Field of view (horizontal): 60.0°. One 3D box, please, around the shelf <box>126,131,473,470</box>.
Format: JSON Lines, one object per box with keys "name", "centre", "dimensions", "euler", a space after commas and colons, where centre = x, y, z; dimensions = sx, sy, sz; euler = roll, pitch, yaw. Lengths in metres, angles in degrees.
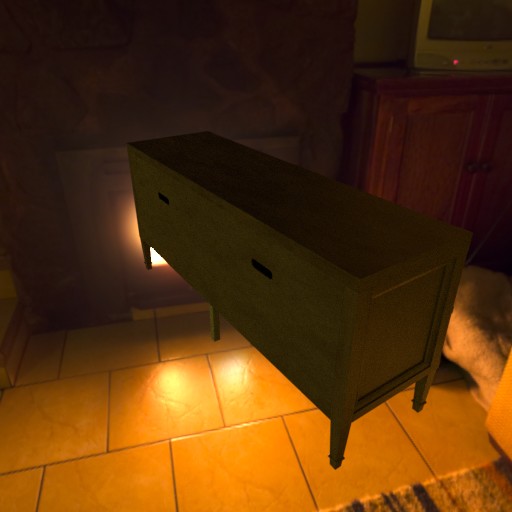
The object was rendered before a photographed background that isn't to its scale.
{"name": "shelf", "centre": [0.000, 0.000, 1.914], "dimensions": [0.479, 0.719, 1.575], "euler": [-18, 33, -30]}
